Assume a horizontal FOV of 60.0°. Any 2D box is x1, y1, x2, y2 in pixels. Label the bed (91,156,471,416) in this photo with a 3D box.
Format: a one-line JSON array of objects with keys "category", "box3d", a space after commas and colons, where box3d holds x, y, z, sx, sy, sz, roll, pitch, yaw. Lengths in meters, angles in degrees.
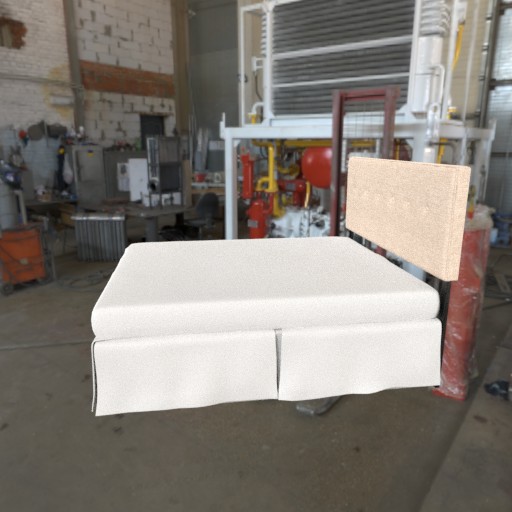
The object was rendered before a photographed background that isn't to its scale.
[{"category": "bed", "box3d": [0.000, 0.000, 3.025, 1.978, 1.270, 1.643, -2, 15, -8]}]
